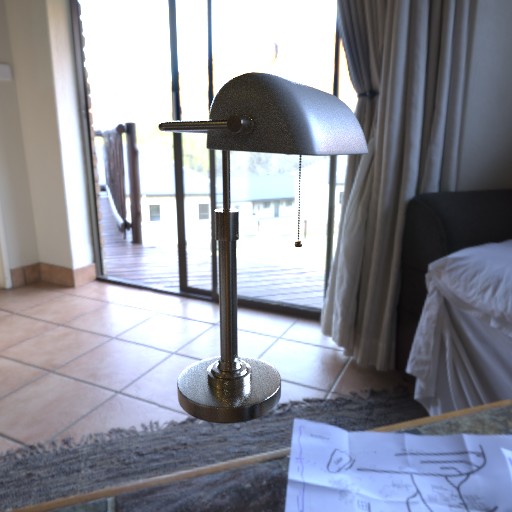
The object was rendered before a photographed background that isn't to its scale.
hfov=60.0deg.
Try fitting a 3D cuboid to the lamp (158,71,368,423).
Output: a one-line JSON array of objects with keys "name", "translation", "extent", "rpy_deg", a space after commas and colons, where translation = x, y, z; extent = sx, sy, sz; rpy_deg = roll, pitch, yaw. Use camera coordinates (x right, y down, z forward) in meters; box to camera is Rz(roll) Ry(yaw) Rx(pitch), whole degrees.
[{"name": "lamp", "translation": [0.000, 0.000, 0.554], "extent": [0.227, 0.404, 0.269], "rpy_deg": [7, 15, 27]}]
